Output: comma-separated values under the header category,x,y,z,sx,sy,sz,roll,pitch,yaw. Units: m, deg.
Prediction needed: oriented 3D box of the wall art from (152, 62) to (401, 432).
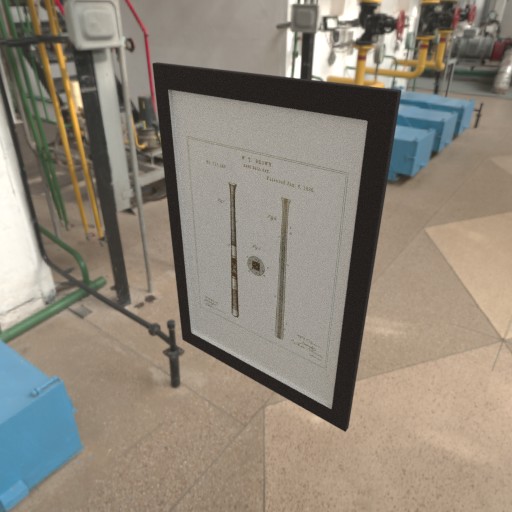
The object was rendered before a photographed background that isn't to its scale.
category,x,y,z,sx,sy,sz,roll,pitch,yaw
wall art,0.000,0.000,0.690,0.374,0.529,0.012,21,36,31
